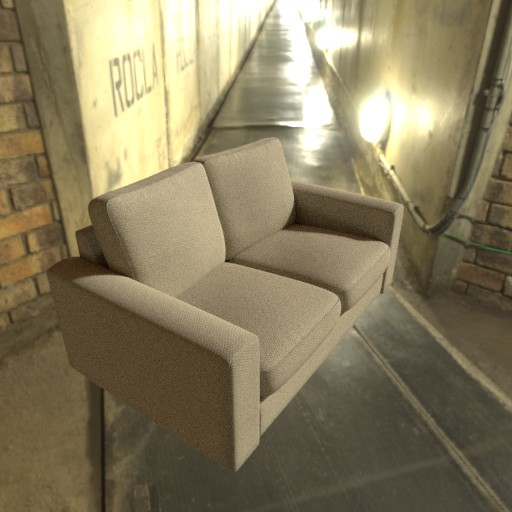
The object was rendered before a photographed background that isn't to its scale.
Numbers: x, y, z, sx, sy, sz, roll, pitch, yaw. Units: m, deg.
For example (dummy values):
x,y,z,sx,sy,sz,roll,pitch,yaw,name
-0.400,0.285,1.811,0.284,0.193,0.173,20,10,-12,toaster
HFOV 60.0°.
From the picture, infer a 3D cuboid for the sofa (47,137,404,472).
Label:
x,y,z,sx,sy,sz,roll,pitch,yaw,name
0.000,0.000,2.221,1.016,0.873,1.616,18,33,30,sofa
